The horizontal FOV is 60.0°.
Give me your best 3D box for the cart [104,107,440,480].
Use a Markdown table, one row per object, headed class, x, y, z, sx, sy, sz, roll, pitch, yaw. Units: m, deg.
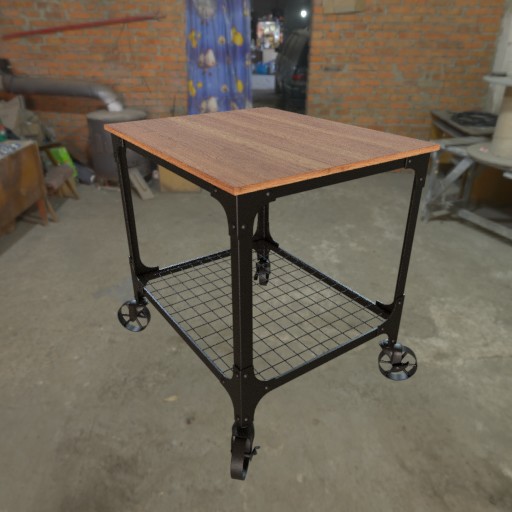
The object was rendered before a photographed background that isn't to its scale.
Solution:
| class | x | y | z | sx | sy | sz | roll | pitch | yaw |
| --- | --- | --- | --- | --- | --- | --- | --- | --- | --- |
| cart | 0.000 | 0.000 | 1.108 | 0.558 | 0.603 | 0.666 | -17 | 32 | -31 |
